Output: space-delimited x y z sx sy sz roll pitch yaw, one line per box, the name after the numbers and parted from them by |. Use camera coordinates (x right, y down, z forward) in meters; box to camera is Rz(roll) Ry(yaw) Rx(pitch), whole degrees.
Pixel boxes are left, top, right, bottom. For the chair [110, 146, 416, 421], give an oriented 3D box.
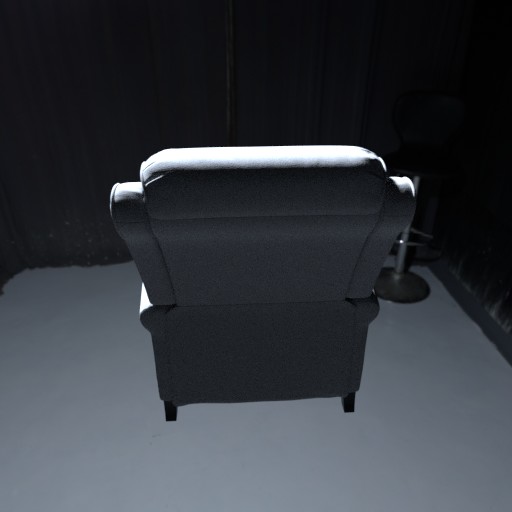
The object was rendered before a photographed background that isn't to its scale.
0.000 0.000 1.727 0.859 1.046 0.919 -2 30 -3 | chair
